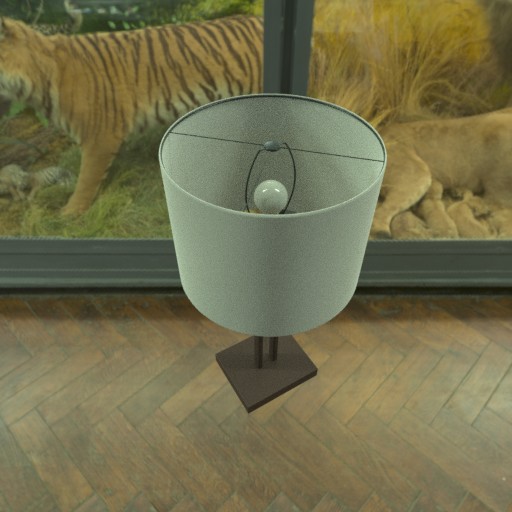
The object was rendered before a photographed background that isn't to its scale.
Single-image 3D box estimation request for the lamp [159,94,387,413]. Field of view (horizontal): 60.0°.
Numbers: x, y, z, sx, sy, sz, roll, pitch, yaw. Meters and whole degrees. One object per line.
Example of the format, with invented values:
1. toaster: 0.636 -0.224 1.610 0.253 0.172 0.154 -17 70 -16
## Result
1. lamp: 0.000 0.000 0.995 0.396 0.668 0.525 -23 49 -21
